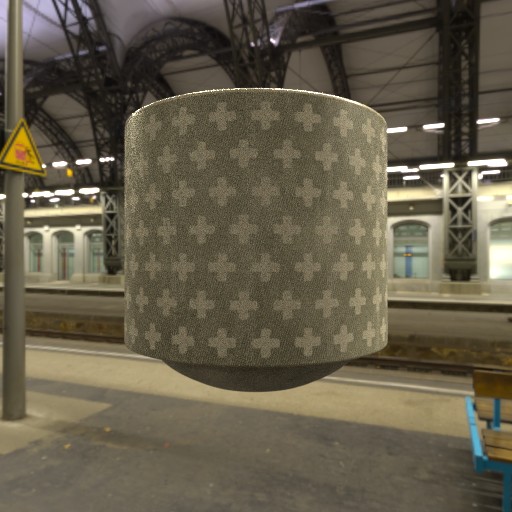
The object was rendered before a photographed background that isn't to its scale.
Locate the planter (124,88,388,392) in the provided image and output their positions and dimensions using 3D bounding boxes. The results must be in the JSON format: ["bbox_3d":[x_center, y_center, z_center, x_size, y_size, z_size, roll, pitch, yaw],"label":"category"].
[{"bbox_3d":[0.000,0.000,0.440,0.250,0.239,0.250,0,0,0],"label":"planter"}]
